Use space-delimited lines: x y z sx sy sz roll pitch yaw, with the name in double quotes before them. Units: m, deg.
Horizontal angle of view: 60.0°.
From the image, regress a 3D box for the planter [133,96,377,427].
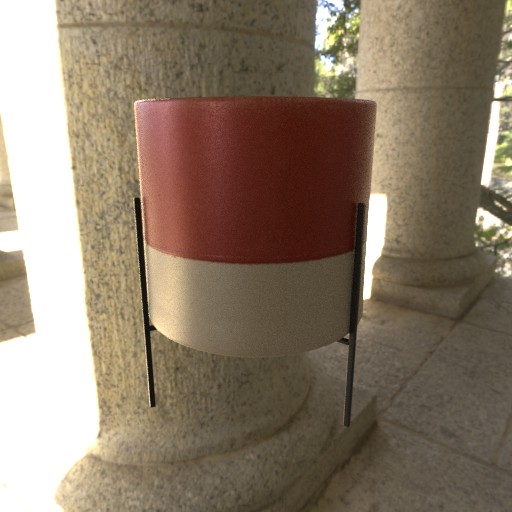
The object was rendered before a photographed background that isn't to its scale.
"planter" 0.000 0.000 0.713 0.345 0.465 0.354 3 17 9
